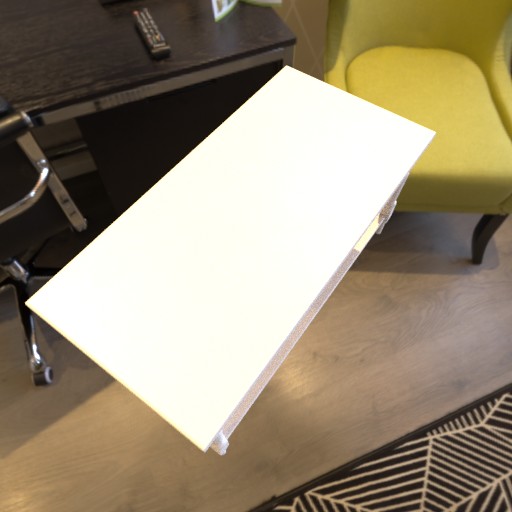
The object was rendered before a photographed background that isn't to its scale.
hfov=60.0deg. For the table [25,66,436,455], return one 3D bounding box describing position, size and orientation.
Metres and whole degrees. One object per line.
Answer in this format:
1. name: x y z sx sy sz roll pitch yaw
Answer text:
1. table: 0.000 0.000 1.413 0.550 0.510 1.107 32 64 18
